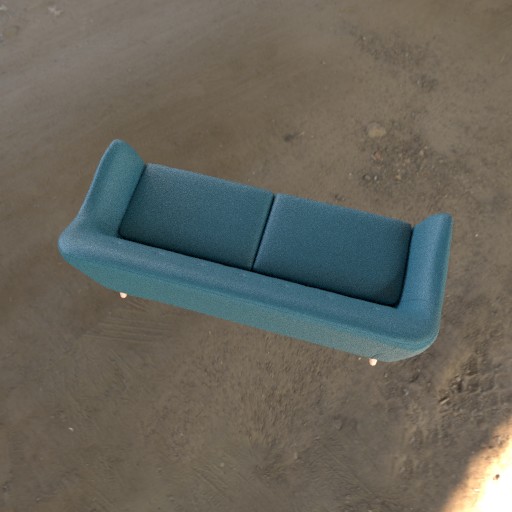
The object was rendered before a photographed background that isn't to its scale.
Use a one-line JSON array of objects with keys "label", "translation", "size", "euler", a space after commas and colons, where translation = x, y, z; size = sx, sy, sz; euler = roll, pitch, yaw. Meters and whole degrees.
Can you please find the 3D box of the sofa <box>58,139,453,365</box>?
[{"label": "sofa", "translation": [0.000, 0.000, 2.307], "size": [1.840, 0.836, 0.820], "euler": [14, 65, 7]}]
